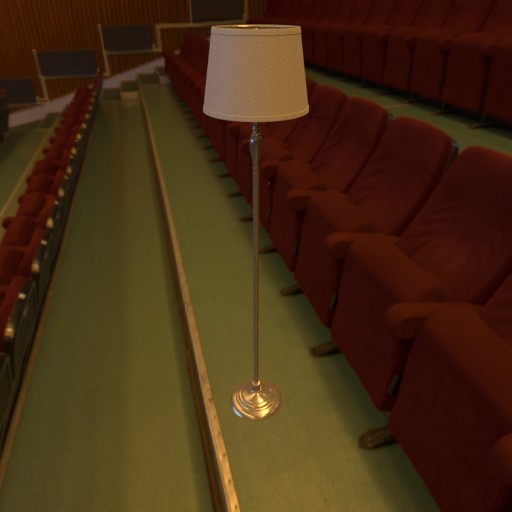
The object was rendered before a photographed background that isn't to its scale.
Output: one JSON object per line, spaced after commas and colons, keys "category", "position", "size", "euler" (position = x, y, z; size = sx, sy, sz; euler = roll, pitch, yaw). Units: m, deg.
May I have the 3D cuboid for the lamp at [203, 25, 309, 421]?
{"category": "lamp", "position": [0.000, 0.000, 1.638], "size": [0.327, 1.506, 0.327], "euler": [-8, 31, -13]}
